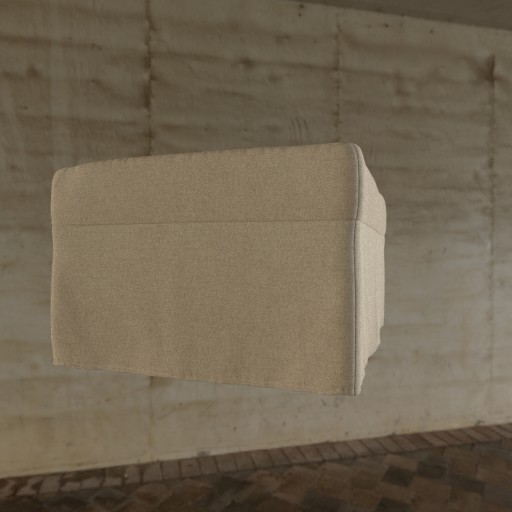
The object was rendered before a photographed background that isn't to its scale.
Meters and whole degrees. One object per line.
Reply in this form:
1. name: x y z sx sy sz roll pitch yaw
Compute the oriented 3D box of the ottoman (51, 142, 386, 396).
1. ottoman: 0.000 0.000 1.207 0.650 0.485 0.833 0 1 19
